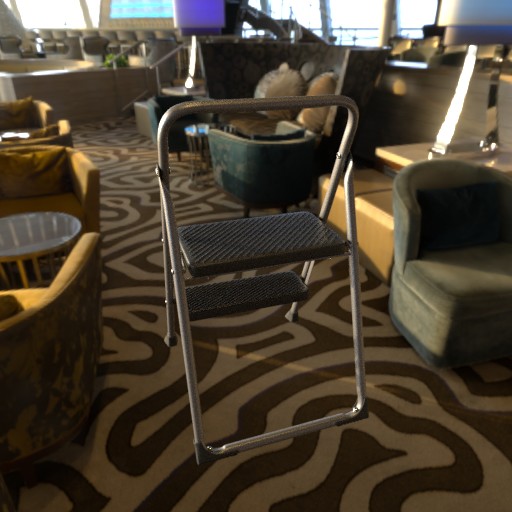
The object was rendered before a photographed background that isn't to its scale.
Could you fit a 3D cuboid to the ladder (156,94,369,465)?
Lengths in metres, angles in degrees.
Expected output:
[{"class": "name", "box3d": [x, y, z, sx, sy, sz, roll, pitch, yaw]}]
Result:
[{"class": "ladder", "box3d": [0.000, 0.000, 1.037, 0.430, 0.720, 0.472, -9, 28, -16]}]
